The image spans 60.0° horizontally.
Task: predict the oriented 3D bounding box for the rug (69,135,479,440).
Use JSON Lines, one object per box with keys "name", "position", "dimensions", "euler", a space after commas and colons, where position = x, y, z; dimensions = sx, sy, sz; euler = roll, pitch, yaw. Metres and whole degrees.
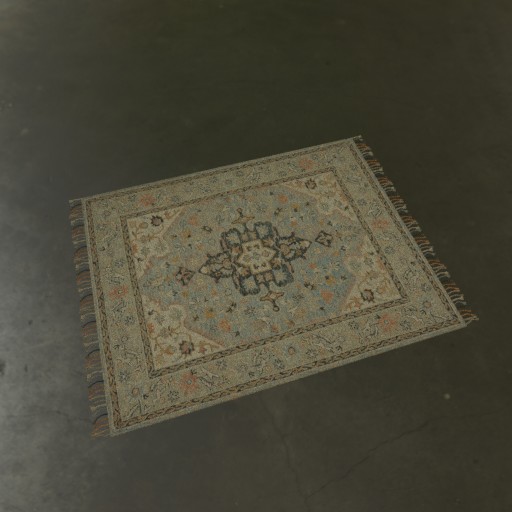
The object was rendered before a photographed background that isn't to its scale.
{"name": "rug", "position": [0.000, 0.000, 4.084], "dimensions": [3.221, 0.011, 2.379], "euler": [-15, 58, -9]}
